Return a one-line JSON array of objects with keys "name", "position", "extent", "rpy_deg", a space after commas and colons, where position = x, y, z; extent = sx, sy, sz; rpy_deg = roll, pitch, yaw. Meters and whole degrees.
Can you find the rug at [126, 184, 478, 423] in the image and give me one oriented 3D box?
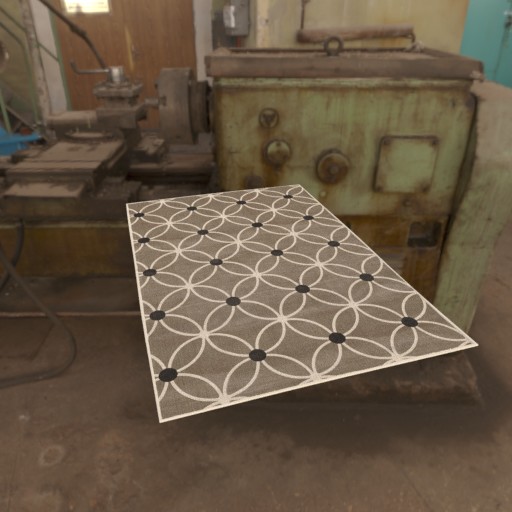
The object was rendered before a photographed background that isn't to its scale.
[{"name": "rug", "position": [0.000, 0.000, 2.869], "extent": [1.522, 0.008, 2.284], "rpy_deg": [-9, 31, -15]}]
